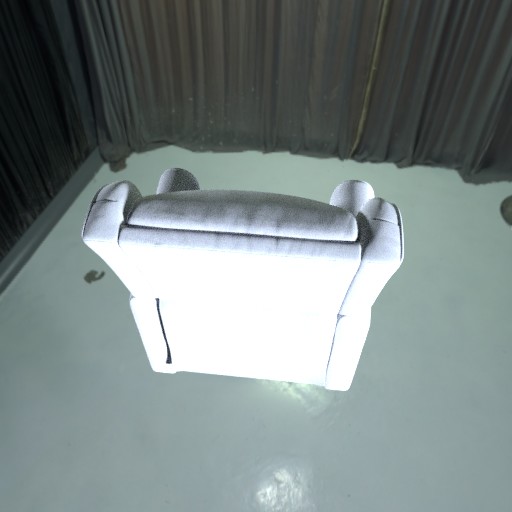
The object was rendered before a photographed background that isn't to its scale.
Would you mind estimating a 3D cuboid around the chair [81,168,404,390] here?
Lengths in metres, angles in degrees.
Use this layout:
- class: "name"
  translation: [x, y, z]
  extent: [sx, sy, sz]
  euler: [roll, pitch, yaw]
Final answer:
- class: "chair"
  translation: [0.000, 0.000, 1.668]
  extent: [0.906, 0.967, 0.854]
  euler: [5, 46, 4]
